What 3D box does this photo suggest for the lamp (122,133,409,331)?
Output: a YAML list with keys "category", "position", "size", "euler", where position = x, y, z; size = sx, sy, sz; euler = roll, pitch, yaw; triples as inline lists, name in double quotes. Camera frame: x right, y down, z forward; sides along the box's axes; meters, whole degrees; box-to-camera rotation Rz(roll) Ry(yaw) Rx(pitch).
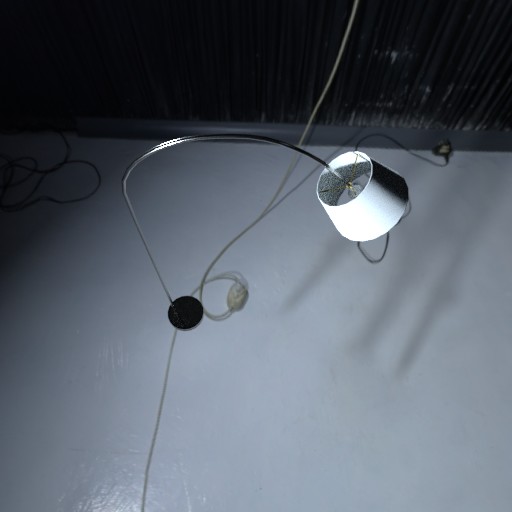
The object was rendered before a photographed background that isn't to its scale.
- category: "lamp"
  position: [0.000, 0.000, 2.728]
  size: [1.445, 2.098, 0.406]
  euler: [1, 62, 1]
